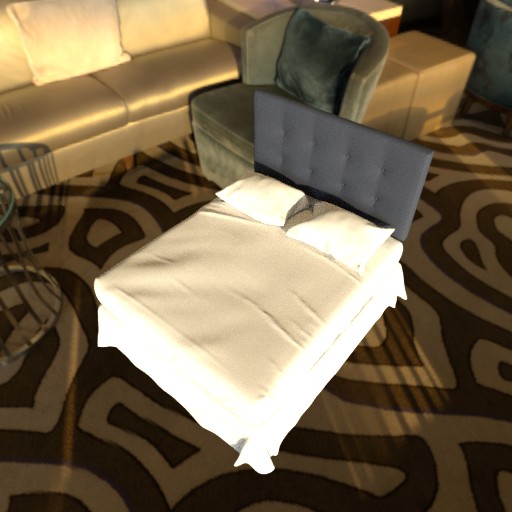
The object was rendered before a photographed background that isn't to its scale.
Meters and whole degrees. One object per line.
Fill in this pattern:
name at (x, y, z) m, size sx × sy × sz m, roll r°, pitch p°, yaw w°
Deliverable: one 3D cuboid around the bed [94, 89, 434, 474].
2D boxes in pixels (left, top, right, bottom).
bed at (0.000, 0.000, 3.496) m, size 1.936 × 1.577 × 2.222 m, roll 30°, pitch 52°, yaw 27°
